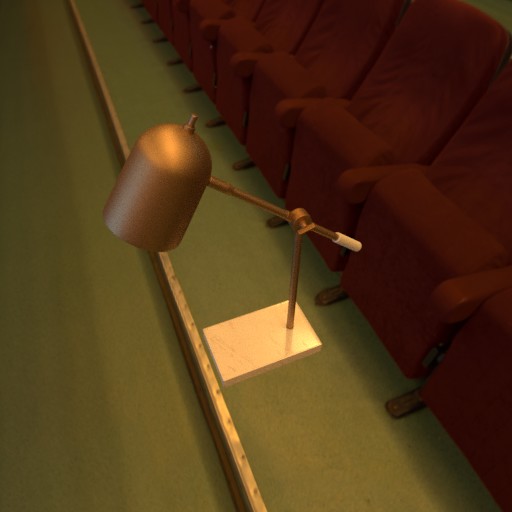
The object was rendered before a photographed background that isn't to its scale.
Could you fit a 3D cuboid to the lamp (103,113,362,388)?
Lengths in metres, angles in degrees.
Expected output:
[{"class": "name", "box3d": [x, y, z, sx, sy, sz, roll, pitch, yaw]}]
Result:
[{"class": "lamp", "box3d": [0.000, 0.000, 0.818, 0.471, 0.603, 0.144, -17, 48, -16]}]
